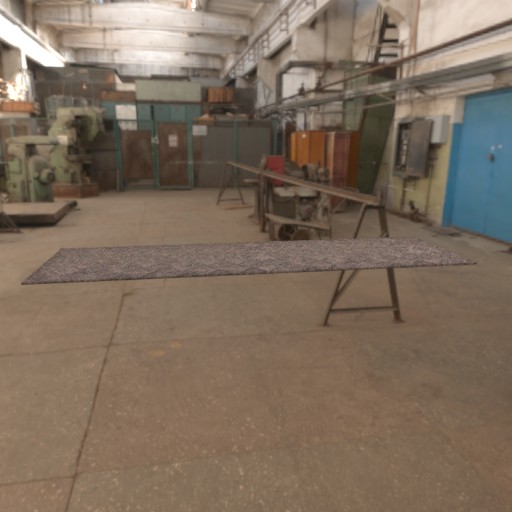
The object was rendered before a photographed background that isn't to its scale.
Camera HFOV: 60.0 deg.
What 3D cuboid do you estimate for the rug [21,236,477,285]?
[{"bbox_3d":[0.000,0.000,2.529,2.296,0.011,0.691,-2,15,-9],"label":"rug"}]
